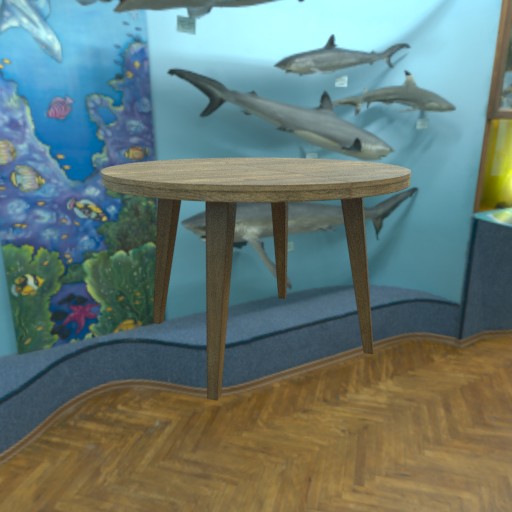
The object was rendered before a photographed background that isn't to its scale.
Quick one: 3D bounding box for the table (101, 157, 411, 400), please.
[{"bbox_3d":[0.000,0.000,1.933,1.213,0.764,1.213,0,16,0],"label":"table"}]
